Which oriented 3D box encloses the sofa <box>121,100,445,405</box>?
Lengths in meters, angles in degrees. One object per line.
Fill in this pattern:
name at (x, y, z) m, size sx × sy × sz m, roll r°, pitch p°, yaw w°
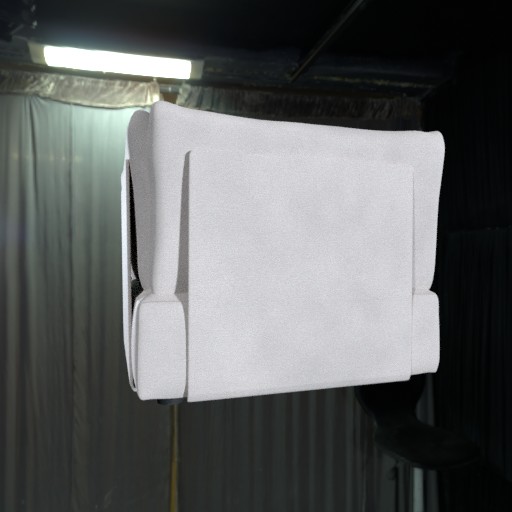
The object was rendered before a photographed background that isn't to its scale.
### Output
sofa at (0.000, 0.000, 1.739) m, size 1.000 × 0.820 × 1.000 m, roll 0°, pitch 0°, yaw -18°
